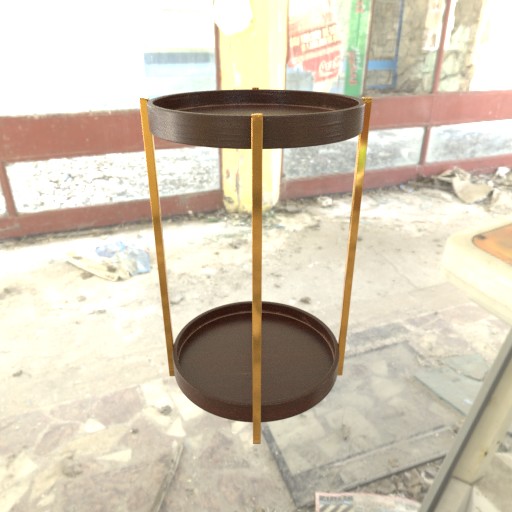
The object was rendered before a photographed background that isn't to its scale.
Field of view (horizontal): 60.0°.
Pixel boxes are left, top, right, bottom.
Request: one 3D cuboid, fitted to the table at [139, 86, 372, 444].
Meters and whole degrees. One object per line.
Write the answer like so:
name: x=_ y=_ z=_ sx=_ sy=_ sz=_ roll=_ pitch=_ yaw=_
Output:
table: x=0.000 y=0.000 z=0.899 sx=0.400 sy=0.610 sz=0.400 roll=0 pitch=26 yaw=0
